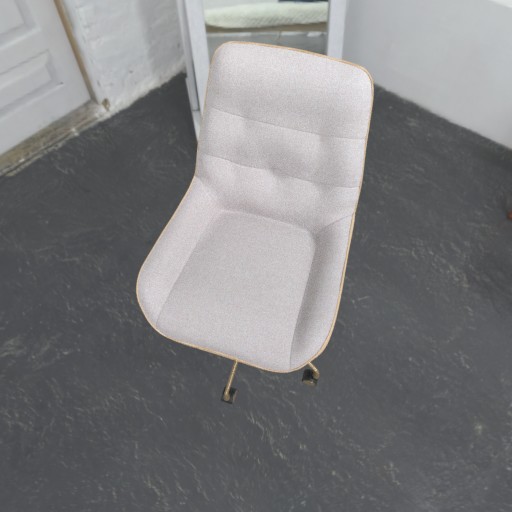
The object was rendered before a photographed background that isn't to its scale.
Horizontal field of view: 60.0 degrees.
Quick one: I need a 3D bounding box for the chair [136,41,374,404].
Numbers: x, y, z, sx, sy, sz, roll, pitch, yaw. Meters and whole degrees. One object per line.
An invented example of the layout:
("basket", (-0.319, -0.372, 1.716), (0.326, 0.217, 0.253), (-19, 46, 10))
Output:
("chair", (0.000, 0.000, 1.315), (0.564, 0.952, 0.668), (15, 59, 9))
